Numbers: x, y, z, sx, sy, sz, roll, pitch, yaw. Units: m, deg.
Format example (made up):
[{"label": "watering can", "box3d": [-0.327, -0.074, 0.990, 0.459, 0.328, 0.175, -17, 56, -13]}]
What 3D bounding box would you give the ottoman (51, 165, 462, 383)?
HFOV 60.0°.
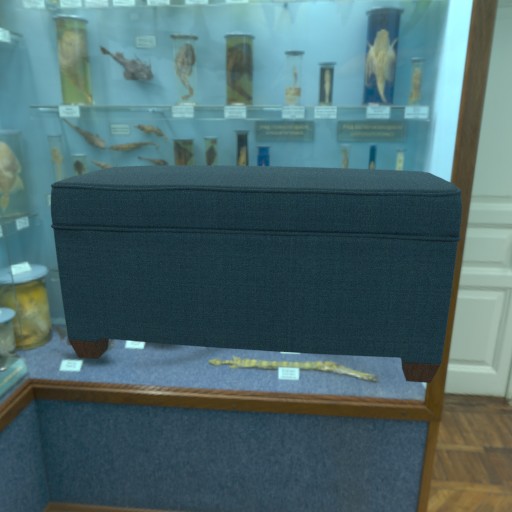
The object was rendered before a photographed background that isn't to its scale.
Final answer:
[{"label": "ottoman", "box3d": [0.000, 0.000, 1.229, 0.943, 0.474, 0.474, 2, 17, 7]}]
